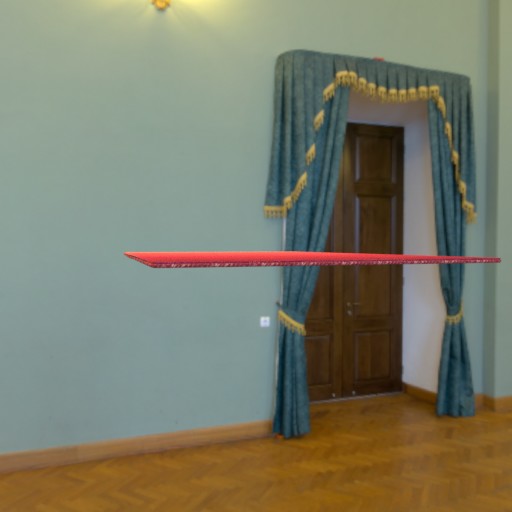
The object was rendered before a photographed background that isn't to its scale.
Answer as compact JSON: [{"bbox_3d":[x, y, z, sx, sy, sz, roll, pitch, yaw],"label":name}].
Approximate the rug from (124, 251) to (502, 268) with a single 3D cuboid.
[{"bbox_3d":[0.000,0.000,2.239,1.230,0.018,1.835,0,1,-19],"label":"rug"}]
